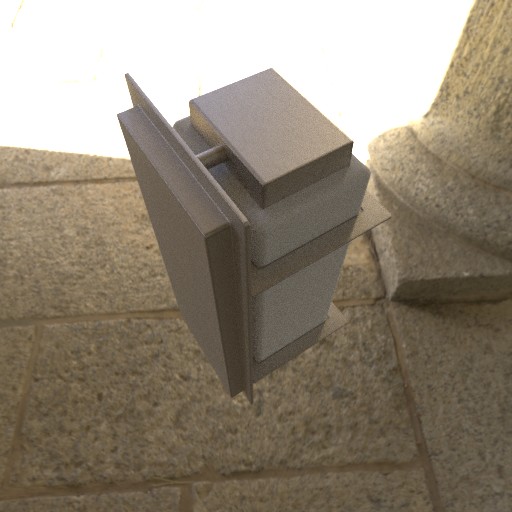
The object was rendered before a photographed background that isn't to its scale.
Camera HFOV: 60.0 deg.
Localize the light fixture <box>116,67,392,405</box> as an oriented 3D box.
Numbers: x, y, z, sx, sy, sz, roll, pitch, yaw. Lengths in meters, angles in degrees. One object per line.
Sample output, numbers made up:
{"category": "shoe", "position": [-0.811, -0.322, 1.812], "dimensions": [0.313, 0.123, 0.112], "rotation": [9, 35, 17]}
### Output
{"category": "light fixture", "position": [0.000, 0.000, 0.464], "dimensions": [0.160, 0.380, 0.168], "rotation": [-29, 61, -17]}
